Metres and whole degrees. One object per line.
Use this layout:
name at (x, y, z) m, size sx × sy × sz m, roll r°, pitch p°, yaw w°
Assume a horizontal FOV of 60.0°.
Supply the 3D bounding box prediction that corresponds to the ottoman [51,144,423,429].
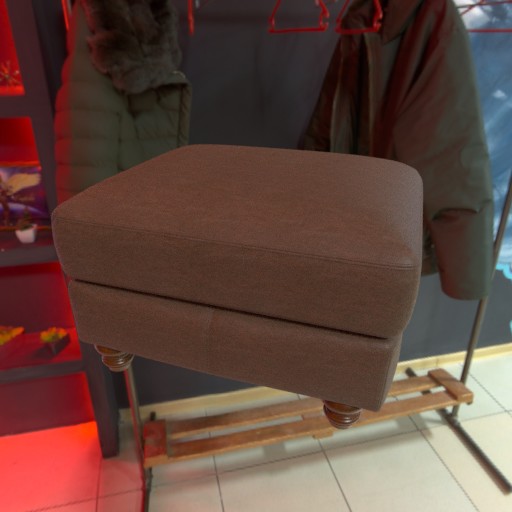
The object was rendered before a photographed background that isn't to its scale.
ottoman at (0.000, 0.000, 1.167) m, size 0.787 × 0.508 × 0.635 m, roll 9°, pitch 27°, yaw 17°
